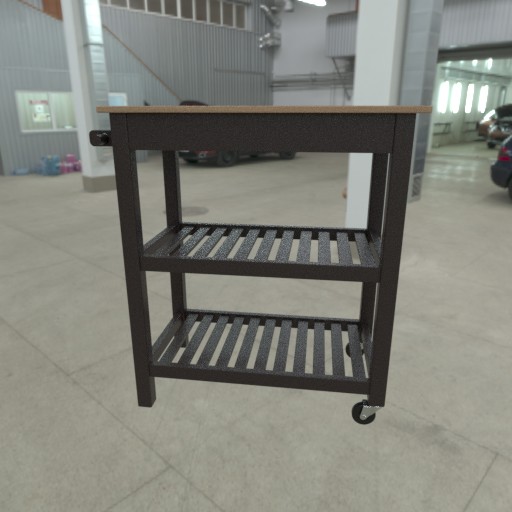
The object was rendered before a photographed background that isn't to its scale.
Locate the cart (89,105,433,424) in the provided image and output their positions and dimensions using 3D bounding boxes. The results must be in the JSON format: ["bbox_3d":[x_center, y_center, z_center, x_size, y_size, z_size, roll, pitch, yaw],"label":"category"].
[{"bbox_3d":[0.000,0.000,1.449,0.899,0.927,0.457,3,19,8],"label":"cart"}]
